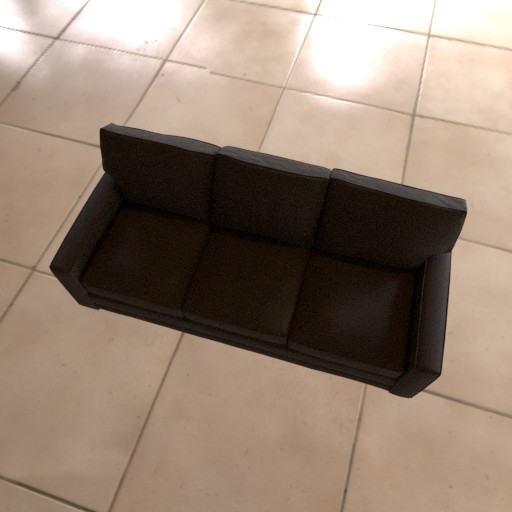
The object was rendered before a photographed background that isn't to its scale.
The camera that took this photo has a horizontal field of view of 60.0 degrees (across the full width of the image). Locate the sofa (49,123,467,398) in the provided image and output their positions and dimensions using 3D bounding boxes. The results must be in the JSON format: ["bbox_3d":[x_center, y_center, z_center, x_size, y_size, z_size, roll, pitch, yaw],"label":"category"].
[{"bbox_3d":[0.000,0.000,2.853,2.369,0.978,1.004,14,61,8],"label":"sofa"}]
